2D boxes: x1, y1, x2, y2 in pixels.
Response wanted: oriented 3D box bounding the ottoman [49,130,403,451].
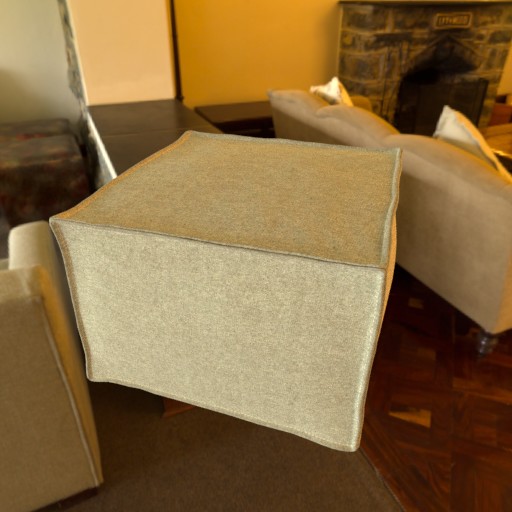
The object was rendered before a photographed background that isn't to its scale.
[{"bbox_3d":[0.000,0.000,1.169,0.696,0.470,0.707,9,32,15],"label":"ottoman"}]
